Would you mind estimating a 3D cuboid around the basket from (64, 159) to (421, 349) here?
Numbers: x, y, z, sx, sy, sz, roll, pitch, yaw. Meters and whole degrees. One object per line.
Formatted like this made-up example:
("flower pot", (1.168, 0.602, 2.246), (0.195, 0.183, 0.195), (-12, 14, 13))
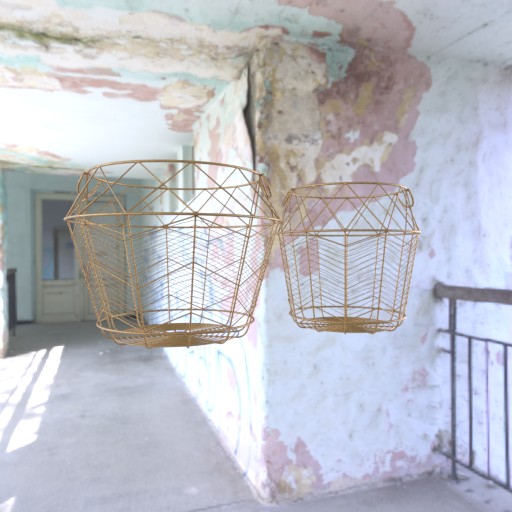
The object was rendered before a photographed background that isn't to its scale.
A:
("basket", (0.000, 0.000, 1.010), (0.805, 0.343, 0.451), (0, 1, -18))
